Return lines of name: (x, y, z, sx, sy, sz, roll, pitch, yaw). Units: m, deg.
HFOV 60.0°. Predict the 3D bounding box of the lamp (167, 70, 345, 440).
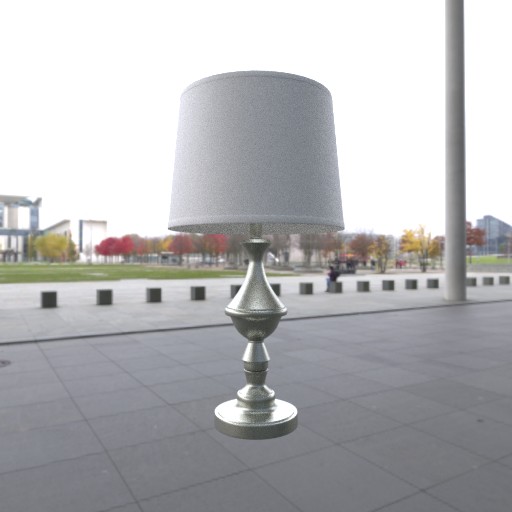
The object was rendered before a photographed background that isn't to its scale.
lamp: (0.000, 0.000, 0.976, 0.383, 0.733, 0.383, 0, 0, 0)
